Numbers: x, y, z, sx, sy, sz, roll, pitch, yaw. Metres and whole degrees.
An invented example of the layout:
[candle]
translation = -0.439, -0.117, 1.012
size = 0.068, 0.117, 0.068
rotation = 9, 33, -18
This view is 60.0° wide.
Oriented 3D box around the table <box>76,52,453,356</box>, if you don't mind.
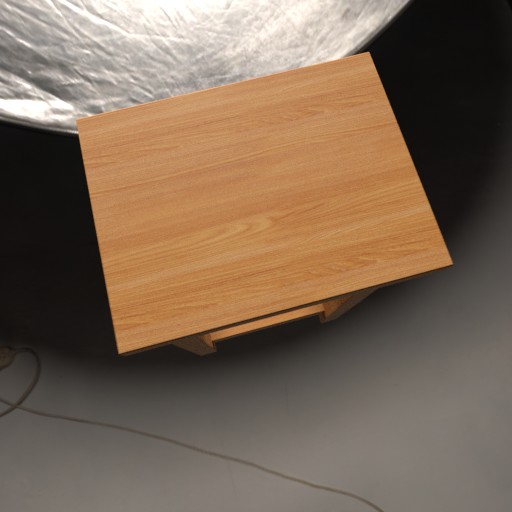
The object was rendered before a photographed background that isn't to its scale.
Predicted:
[table]
translation = 0.000, 0.000, 0.743
size = 0.350, 0.550, 0.270
rotation = -14, 75, -4
